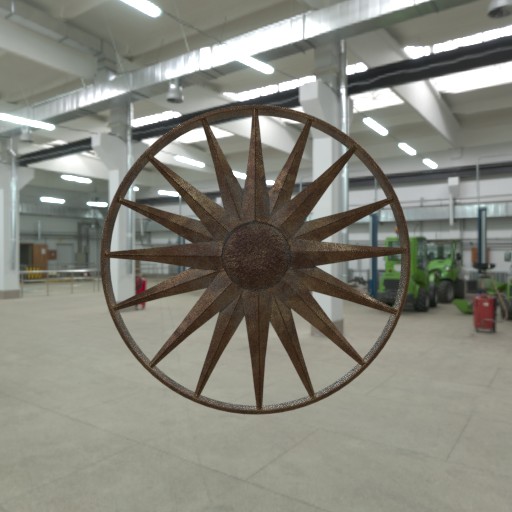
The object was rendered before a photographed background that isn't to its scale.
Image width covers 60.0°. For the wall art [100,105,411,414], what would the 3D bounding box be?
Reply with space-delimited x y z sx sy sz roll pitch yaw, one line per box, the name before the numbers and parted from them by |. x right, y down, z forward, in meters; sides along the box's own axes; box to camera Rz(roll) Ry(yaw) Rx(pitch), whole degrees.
wall art | 0.000 0.000 0.846 0.582 0.583 0.084 0 0 0
